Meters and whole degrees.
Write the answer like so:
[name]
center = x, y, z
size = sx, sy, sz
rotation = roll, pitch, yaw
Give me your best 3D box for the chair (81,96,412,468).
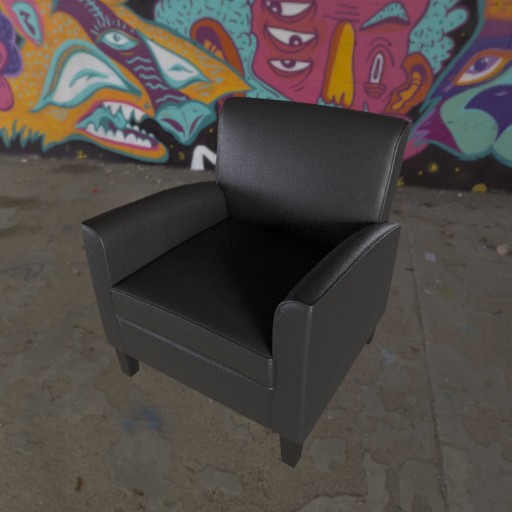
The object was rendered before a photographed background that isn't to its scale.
[chair]
center = 0.000, 0.000, 1.577
size = 0.820, 0.916, 0.819
rotation = 18, 35, 27
